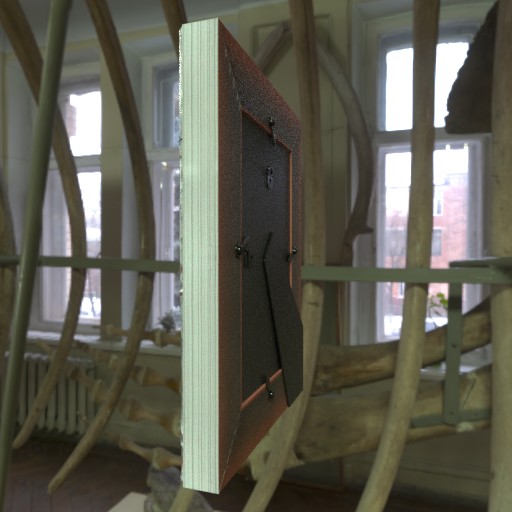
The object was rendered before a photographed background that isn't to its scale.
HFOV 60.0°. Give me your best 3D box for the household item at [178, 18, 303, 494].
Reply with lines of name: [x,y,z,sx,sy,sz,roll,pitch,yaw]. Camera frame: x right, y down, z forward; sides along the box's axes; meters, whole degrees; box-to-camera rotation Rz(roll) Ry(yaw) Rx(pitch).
household item: [0.000,0.000,0.282,0.025,0.216,0.165,0,0,19]
